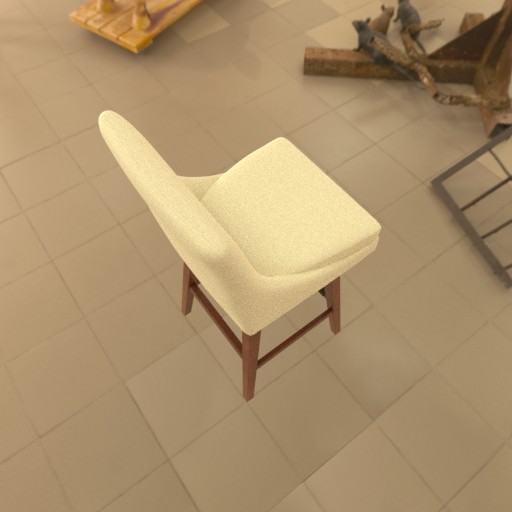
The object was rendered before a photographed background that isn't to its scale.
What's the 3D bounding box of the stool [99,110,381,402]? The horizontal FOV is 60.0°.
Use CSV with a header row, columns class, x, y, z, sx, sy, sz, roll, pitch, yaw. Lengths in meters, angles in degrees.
class,x,y,z,sx,sy,sz,roll,pitch,yaw
stool,0.000,0.000,1.378,0.559,1.097,0.470,-33,64,-18
